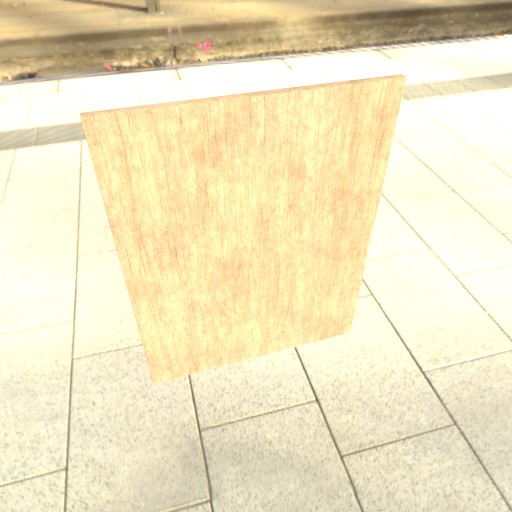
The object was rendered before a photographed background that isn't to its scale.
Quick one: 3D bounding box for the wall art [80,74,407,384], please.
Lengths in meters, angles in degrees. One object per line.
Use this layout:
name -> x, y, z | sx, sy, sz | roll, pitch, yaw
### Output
wall art -> 0.000, 0.000, 0.928 | 0.534, 0.686, 0.018 | -12, 43, -13
